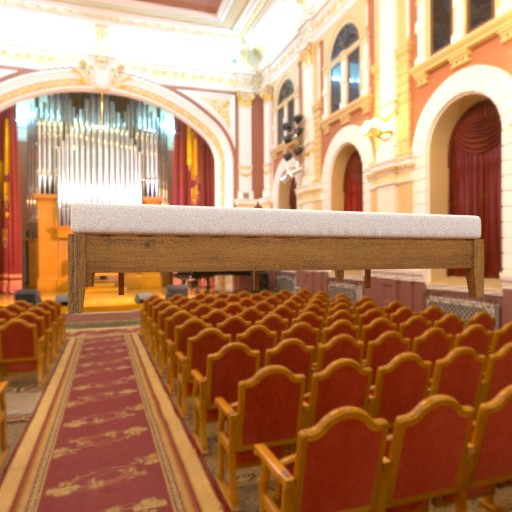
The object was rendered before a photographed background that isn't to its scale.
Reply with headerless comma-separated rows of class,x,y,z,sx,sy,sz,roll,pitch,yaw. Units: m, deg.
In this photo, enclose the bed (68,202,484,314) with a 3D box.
bed,0.000,0.000,2.724,2.016,0.431,1.536,0,0,-19
